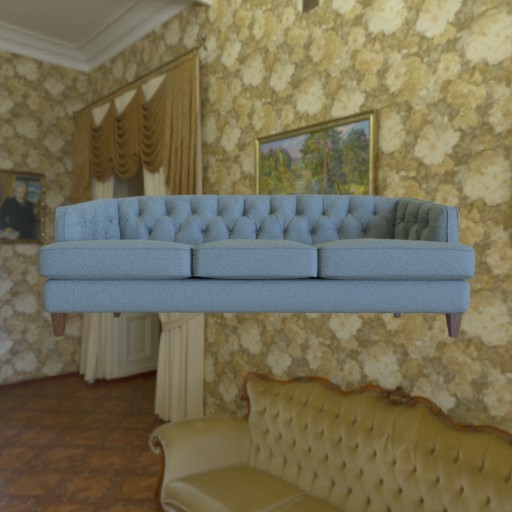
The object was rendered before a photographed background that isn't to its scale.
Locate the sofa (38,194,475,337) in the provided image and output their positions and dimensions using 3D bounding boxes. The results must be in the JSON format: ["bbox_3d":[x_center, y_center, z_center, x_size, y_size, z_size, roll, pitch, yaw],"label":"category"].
[{"bbox_3d":[0.000,0.000,2.715,2.278,0.855,0.941,0,0,1],"label":"sofa"}]
